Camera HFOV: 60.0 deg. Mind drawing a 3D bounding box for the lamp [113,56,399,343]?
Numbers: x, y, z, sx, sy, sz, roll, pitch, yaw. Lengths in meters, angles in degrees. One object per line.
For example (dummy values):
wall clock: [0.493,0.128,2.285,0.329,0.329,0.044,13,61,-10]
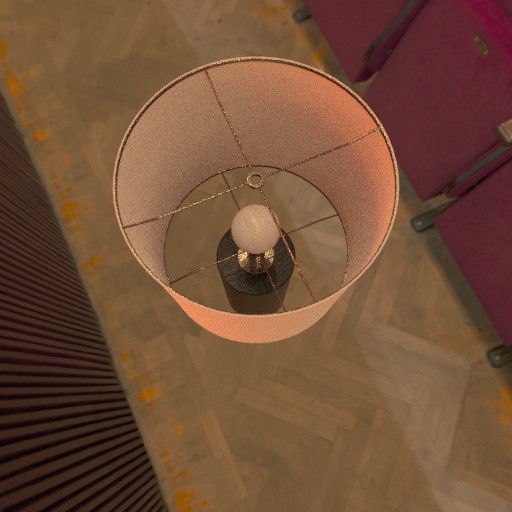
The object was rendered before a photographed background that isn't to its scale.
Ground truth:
lamp: [0.000,0.000,0.605,0.241,0.482,0.240,-22,75,-6]
